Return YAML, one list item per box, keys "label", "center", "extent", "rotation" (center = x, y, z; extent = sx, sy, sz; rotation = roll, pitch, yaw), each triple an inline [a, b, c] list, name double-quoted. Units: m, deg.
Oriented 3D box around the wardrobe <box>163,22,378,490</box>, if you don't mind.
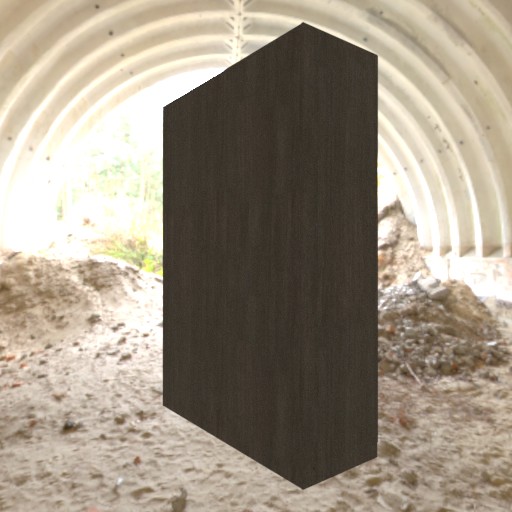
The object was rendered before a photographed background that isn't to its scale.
- label: "wardrobe"
  center: [0.000, 0.000, 2.475]
  extent: [0.510, 1.910, 1.290]
  rotation: [0, 0, -38]
